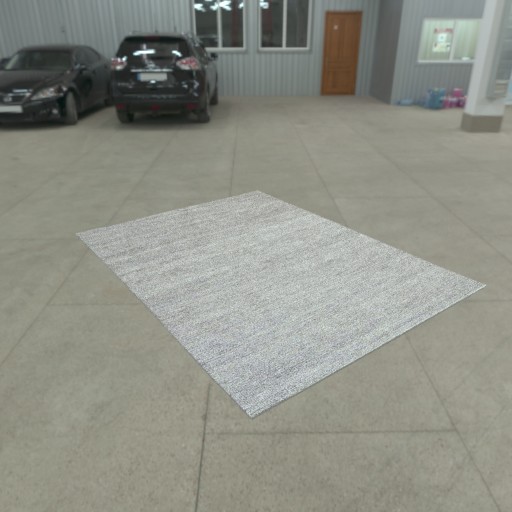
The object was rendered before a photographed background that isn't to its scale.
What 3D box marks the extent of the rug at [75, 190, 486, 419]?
[{"bbox_3d":[0.000,0.000,4.198,2.434,0.045,3.202,-18,31,-32],"label":"rug"}]
